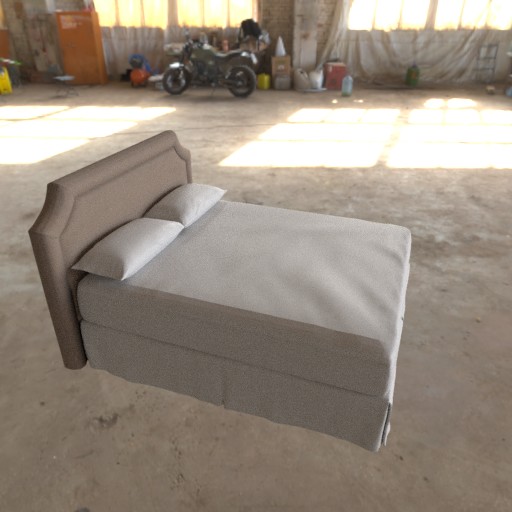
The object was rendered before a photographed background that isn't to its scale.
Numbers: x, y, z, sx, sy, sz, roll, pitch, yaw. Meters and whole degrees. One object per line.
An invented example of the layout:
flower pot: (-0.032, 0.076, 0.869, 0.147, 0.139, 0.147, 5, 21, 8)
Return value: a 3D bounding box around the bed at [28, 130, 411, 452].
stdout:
bed: (0.000, 0.000, 3.167, 2.164, 1.303, 1.828, 10, 31, 18)
